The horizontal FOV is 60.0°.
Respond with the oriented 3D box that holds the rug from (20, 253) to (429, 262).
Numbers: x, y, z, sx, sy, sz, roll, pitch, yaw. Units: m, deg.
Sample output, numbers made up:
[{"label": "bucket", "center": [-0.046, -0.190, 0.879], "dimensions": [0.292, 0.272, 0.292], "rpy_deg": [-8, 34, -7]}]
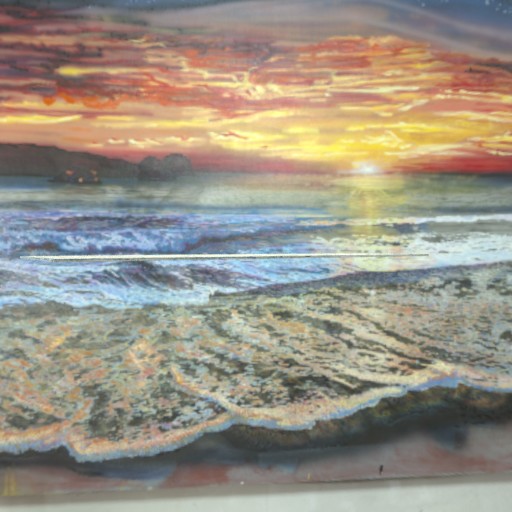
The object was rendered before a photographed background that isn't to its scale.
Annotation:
[{"label": "rug", "center": [0.000, 0.000, 2.678], "dimensions": [2.434, 0.013, 0.770], "rpy_deg": [-1, 1, -36]}]
